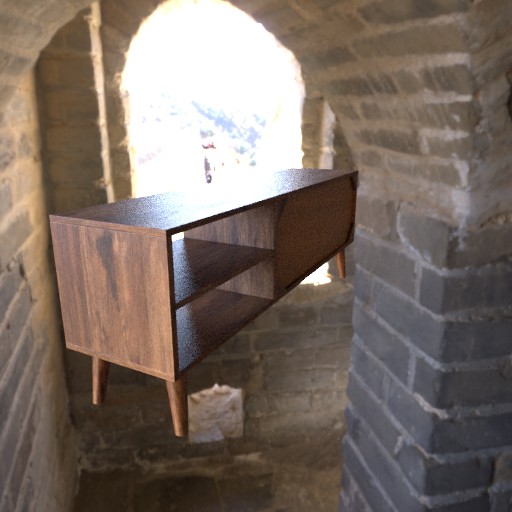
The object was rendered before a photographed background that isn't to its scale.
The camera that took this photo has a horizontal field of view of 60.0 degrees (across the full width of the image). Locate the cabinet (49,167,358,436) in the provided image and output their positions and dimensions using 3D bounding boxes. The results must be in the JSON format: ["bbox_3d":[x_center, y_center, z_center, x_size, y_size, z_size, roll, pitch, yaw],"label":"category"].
[{"bbox_3d":[0.000,0.000,1.662,0.349,0.528,1.448,8,18,26],"label":"cabinet"}]
